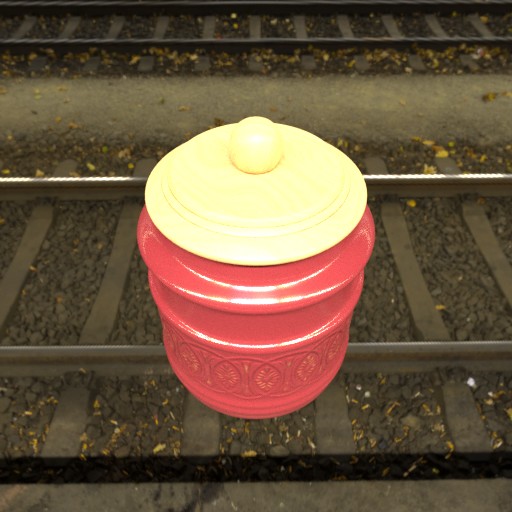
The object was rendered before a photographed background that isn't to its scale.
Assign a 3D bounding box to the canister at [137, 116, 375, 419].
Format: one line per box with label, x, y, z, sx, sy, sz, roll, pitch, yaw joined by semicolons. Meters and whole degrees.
canister;0.000;0.000;0.266;0.130;0.176;0.130;0;45;0
